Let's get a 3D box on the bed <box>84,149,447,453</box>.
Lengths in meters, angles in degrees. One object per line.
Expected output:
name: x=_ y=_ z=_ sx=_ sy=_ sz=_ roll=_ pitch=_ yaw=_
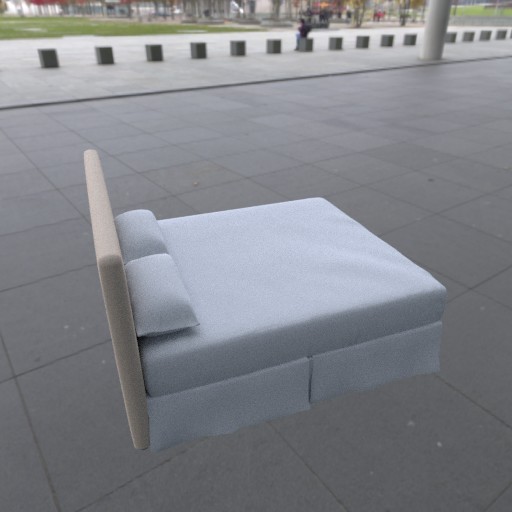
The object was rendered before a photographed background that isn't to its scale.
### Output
bed: x=0.000 y=0.000 z=3.252 sx=2.142 sy=1.330 sz=1.884 roll=-10 pitch=31 yaw=-18
